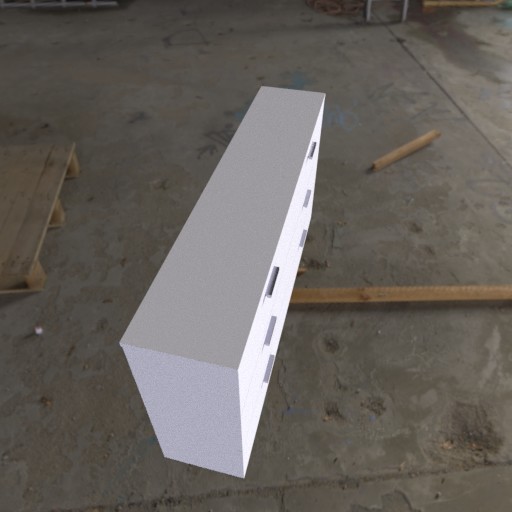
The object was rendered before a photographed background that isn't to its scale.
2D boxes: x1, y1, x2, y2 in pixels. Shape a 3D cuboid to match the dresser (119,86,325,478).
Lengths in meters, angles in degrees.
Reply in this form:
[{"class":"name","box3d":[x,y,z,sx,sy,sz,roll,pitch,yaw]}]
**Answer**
[{"class":"dresser","box3d":[0.000,0.000,1.910,0.333,0.790,1.535,10,46,10]}]
